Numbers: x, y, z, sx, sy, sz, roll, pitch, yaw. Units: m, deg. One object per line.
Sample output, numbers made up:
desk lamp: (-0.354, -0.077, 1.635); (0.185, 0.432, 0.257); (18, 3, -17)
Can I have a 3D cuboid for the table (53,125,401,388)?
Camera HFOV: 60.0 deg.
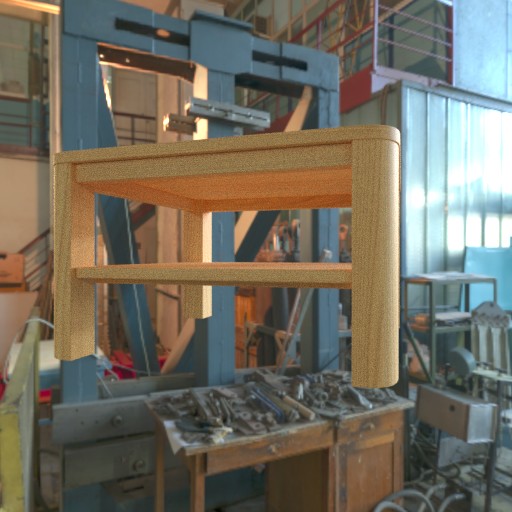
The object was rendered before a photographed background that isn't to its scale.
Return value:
table: (0.000, 0.000, 1.210); (0.750, 0.450, 0.750); (0, 0, 18)
